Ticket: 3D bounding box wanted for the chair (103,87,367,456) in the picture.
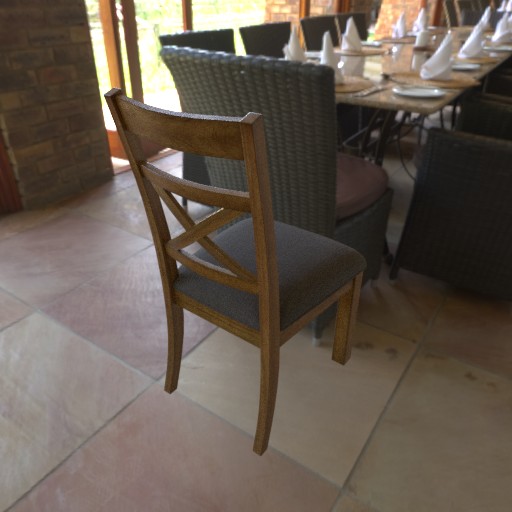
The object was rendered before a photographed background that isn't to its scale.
[{"bbox_3d":[0.000,0.000,1.278,0.470,0.949,0.581,21,37,31],"label":"chair"}]
